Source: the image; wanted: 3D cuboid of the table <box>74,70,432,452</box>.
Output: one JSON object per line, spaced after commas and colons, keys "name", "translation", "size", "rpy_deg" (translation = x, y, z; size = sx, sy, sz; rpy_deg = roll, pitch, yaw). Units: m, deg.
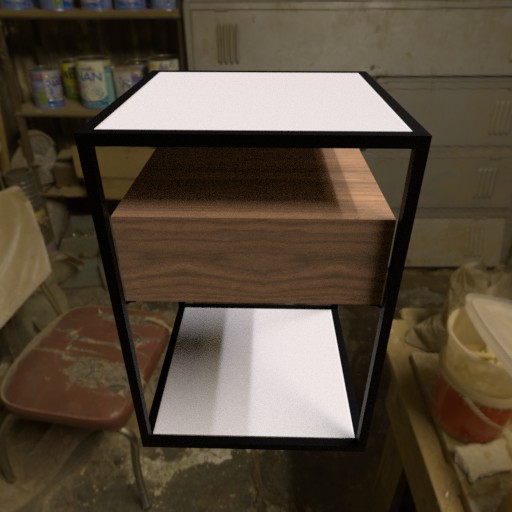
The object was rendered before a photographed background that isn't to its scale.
{"name": "table", "translation": [0.000, 0.000, 0.770], "size": [0.378, 0.540, 0.378], "rpy_deg": [1, 32, 1]}
